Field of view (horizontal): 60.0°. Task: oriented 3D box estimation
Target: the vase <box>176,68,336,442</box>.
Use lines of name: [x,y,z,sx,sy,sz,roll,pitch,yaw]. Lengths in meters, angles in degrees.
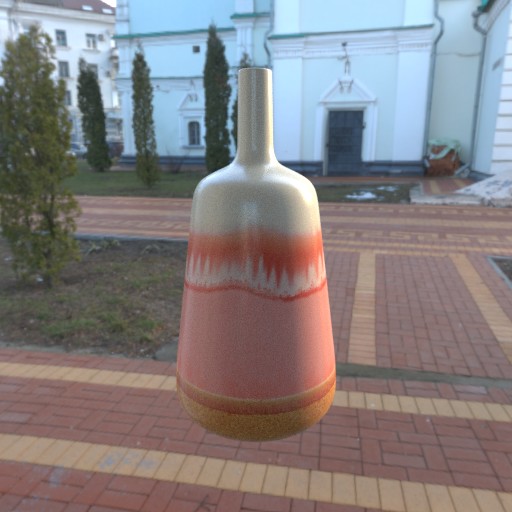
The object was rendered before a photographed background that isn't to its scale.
vase: [0.000,0.000,0.380,0.144,0.296,0.144,0,14,0]
